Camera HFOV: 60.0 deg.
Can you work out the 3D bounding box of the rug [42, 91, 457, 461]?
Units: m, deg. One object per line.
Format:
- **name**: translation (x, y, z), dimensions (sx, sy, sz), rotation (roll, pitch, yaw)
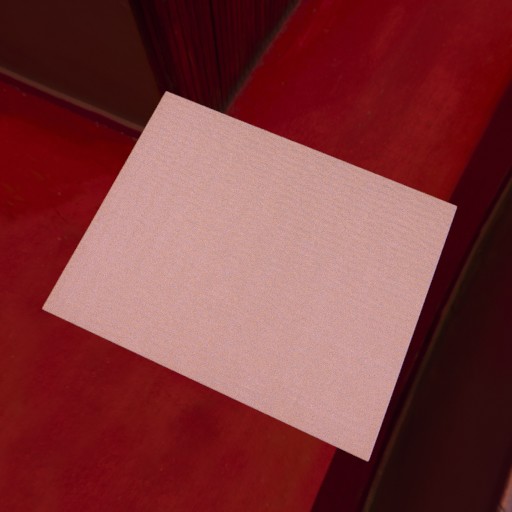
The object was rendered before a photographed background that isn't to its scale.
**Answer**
- **rug**: translation (0.000, 0.000, 4.026), dimensions (3.055, 0.021, 2.410), rotation (23, 76, 6)
